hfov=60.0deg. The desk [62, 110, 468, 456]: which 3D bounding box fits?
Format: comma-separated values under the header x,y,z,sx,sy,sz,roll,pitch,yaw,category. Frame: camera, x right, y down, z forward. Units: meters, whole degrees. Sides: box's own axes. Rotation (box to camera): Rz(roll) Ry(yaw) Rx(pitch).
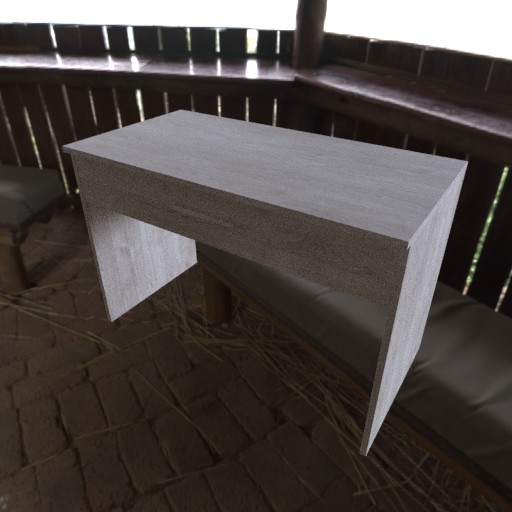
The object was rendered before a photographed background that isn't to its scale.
x,y,z,sx,sy,sz,roll,pitch,yaw,category
0.000,0.000,1.533,1.100,0.730,0.560,19,37,28,desk
